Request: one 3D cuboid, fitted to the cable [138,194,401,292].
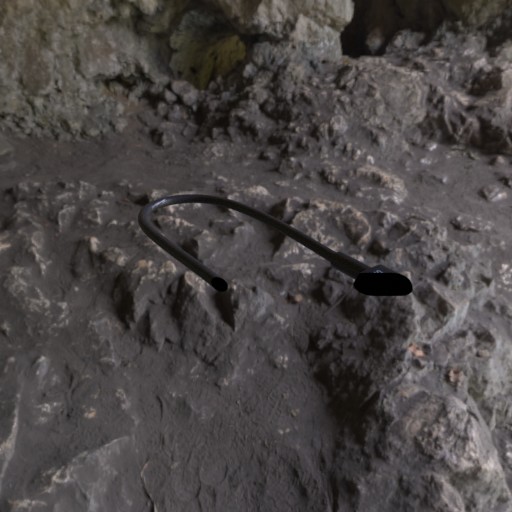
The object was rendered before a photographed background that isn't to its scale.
[{"bbox_3d":[0.000,0.000,0.112,0.041,0.005,0.098,-19,34,-32],"label":"cable"}]
